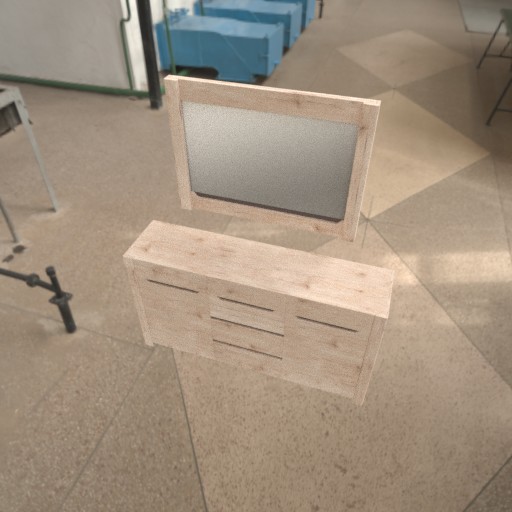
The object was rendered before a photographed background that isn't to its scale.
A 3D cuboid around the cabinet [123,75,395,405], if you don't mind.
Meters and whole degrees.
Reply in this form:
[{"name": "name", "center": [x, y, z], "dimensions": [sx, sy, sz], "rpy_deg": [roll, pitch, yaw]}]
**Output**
[{"name": "cabinet", "center": [0.000, 0.000, 2.800], "dimensions": [1.700, 1.981, 0.420], "rpy_deg": [12, 43, 14]}]
